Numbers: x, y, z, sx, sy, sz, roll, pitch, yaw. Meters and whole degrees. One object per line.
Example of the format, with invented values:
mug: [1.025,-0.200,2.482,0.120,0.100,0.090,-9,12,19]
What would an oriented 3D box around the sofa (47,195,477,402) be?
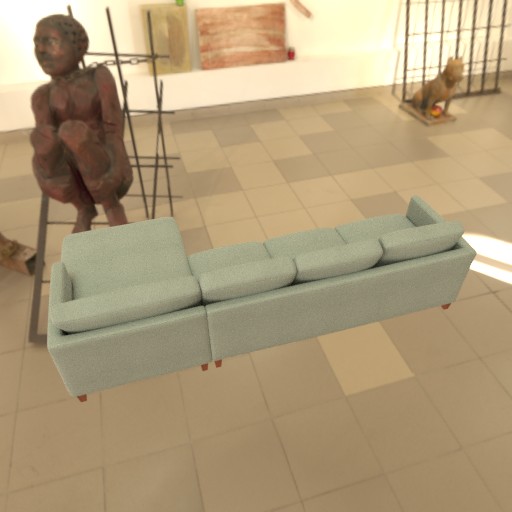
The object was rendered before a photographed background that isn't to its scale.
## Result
sofa: [0.000,0.000,4.084,3.471,0.950,1.604,-11,43,-13]
